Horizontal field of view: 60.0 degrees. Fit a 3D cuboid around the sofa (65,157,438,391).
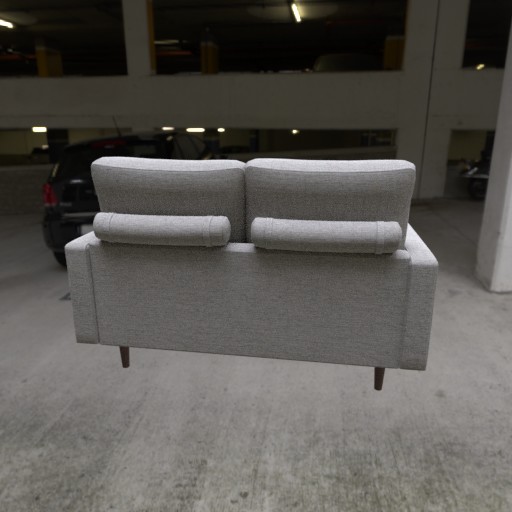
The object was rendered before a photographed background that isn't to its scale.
[{"bbox_3d":[0.000,0.000,2.021,1.407,0.907,0.842,3,17,9],"label":"sofa"}]
